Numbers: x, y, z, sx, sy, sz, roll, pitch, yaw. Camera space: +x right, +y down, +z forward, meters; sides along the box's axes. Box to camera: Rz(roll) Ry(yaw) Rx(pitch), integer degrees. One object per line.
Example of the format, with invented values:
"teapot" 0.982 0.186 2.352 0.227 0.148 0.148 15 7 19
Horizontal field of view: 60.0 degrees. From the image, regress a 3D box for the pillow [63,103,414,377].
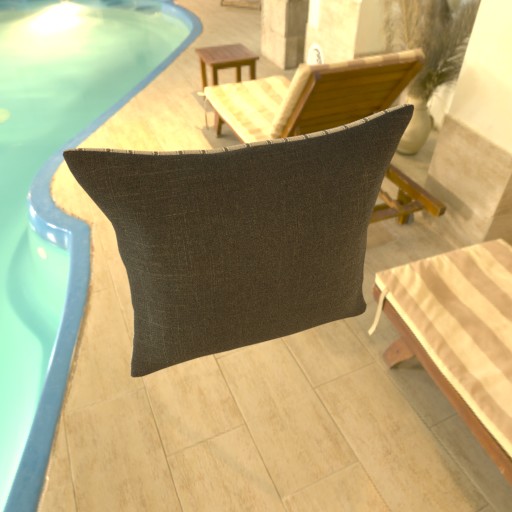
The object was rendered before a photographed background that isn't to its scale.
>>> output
"pillow" 0.000 0.000 0.699 0.468 0.444 0.138 -13 43 -14
